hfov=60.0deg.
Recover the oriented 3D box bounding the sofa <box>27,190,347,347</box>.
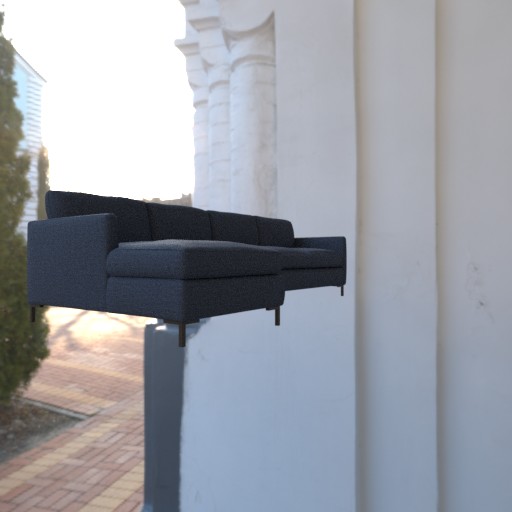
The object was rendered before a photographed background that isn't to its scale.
[{"bbox_3d":[0.000,0.000,2.869,1.125,0.673,2.445,0,0,35],"label":"sofa"}]
